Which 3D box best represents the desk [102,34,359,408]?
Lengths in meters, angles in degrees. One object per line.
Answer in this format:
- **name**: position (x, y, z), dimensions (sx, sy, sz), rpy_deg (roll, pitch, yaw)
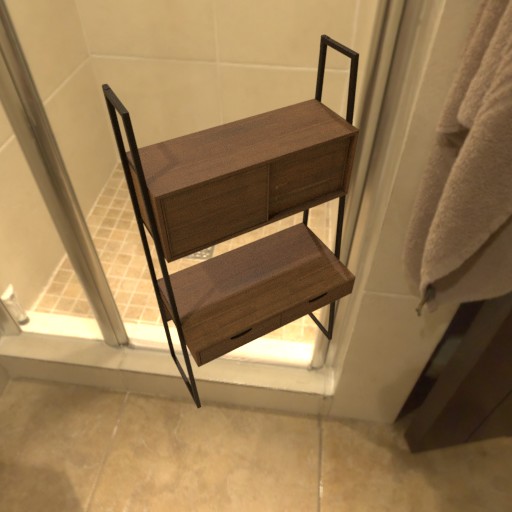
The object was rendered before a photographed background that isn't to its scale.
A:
- **desk**: position (0.000, 0.000, 2.246), dimensions (0.982, 1.809, 0.515), rpy_deg (-22, 50, -20)
